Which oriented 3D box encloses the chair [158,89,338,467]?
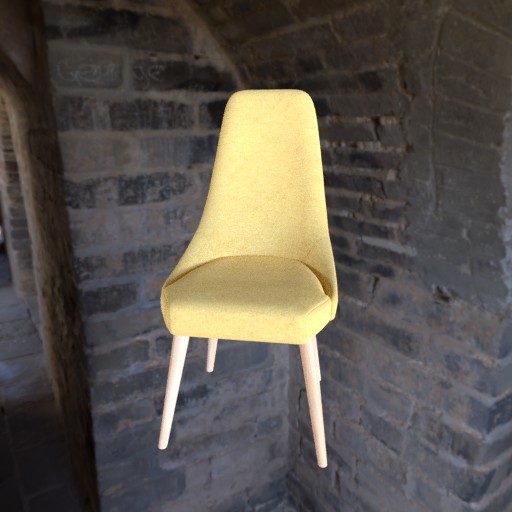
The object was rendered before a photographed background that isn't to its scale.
[{"bbox_3d":[0.000,0.000,1.400,0.510,1.040,0.660,2,16,9],"label":"chair"}]
